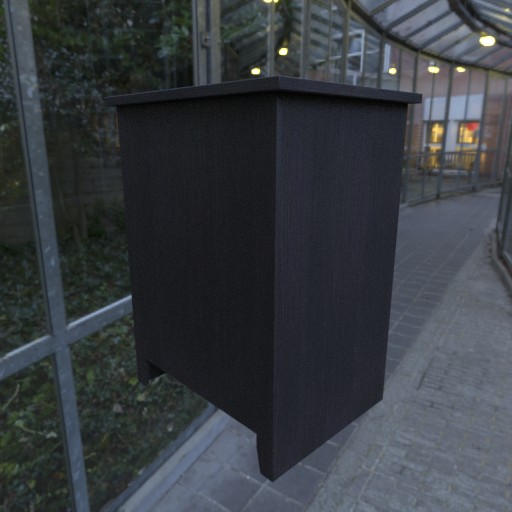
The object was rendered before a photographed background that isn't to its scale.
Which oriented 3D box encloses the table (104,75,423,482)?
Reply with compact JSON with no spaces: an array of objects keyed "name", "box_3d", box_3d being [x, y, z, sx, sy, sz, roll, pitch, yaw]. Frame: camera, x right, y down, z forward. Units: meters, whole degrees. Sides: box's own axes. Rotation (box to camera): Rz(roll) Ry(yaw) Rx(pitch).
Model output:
[{"name":"table","box_3d":[0.000,0.000,0.931,0.381,0.635,0.480,-14,21,-42]}]
